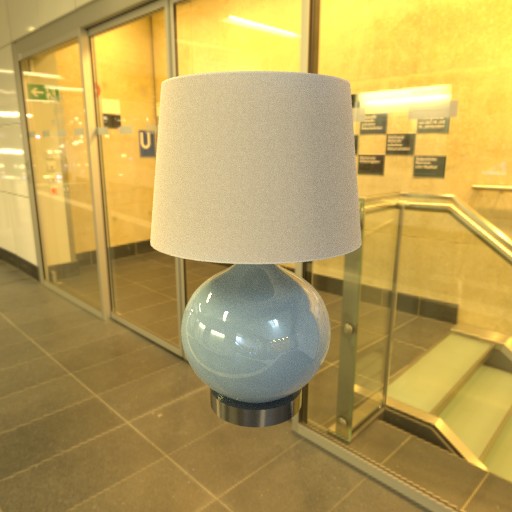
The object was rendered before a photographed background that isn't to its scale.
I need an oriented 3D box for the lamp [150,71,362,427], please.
[{"bbox_3d":[0.000,0.000,0.536,0.247,0.387,0.247,0,14,0],"label":"lamp"}]
